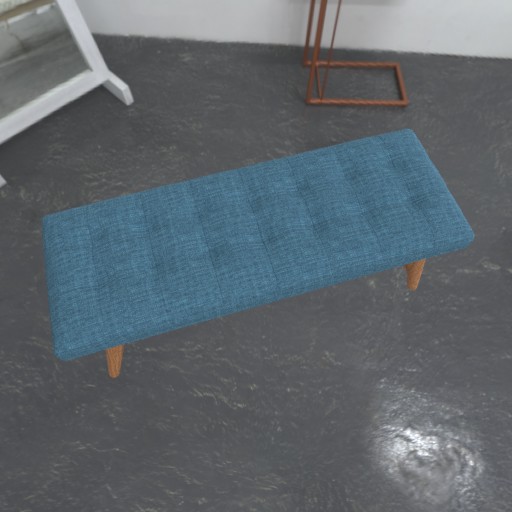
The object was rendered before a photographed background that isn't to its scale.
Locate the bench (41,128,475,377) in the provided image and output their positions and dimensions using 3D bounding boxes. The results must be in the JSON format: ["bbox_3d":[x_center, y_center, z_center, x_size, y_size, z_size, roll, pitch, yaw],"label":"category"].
[{"bbox_3d":[0.000,0.000,1.354,1.118,0.432,0.406,-15,64,-7],"label":"bench"}]
